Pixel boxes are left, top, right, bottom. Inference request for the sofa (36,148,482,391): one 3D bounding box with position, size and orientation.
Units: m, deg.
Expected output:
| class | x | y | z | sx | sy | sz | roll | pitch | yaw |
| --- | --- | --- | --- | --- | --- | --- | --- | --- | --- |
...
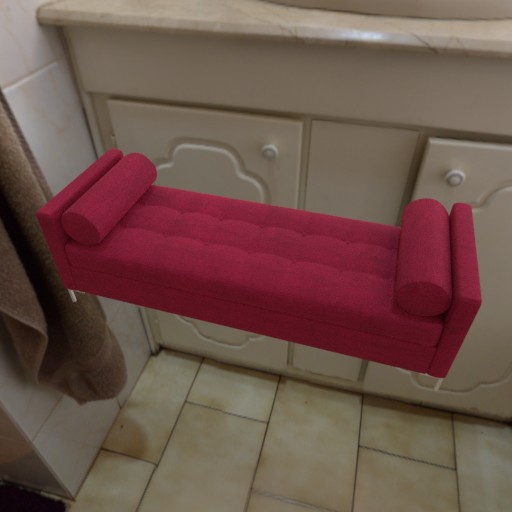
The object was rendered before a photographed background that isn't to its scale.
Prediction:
| class | x | y | z | sx | sy | sz | roll | pitch | yaw |
| --- | --- | --- | --- | --- | --- | --- | --- | --- | --- |
| sofa | 0.000 | 0.000 | 2.312 | 1.981 | 0.635 | 0.686 | 11 | 42 | 13 |
